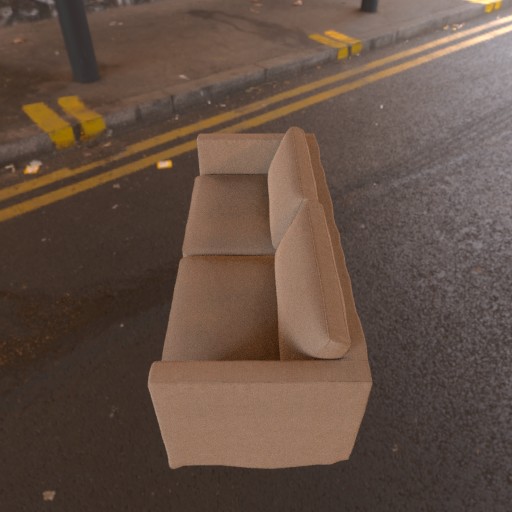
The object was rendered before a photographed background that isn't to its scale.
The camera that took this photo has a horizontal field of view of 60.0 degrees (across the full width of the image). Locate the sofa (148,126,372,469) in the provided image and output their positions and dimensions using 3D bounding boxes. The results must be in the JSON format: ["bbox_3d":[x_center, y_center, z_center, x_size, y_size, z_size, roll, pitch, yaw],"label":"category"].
[{"bbox_3d":[0.000,0.000,2.817,0.956,0.847,2.296,0,41,0],"label":"sofa"}]
